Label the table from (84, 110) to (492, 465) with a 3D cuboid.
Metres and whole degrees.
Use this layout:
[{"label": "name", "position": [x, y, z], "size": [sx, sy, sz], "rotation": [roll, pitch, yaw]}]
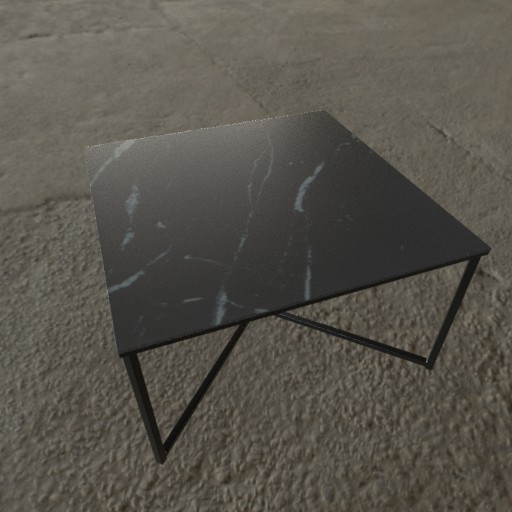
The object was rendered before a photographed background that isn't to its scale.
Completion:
[{"label": "table", "position": [0.000, 0.000, 1.290], "size": [0.800, 0.450, 0.800], "rotation": [-14, 43, -15]}]
